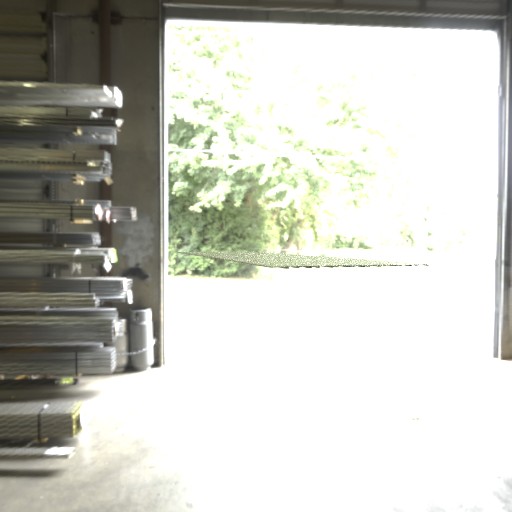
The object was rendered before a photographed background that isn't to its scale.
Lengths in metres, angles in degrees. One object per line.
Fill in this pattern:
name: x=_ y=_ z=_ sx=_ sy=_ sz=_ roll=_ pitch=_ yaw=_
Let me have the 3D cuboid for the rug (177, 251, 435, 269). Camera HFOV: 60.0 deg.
rug: x=0.000 y=0.000 z=2.595 sx=0.620 sy=0.008 sz=2.372 roll=-1 pitch=2 yaw=-18
